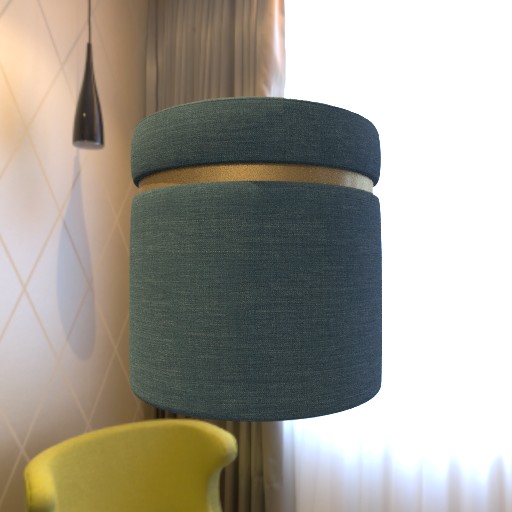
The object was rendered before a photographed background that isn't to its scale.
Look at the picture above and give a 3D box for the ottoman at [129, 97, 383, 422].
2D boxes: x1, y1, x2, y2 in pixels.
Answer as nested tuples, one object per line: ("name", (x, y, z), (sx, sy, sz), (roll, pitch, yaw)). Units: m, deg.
("ottoman", (0.000, 0.000, 0.726), (0.398, 0.406, 0.398), (0, -1, 0))
